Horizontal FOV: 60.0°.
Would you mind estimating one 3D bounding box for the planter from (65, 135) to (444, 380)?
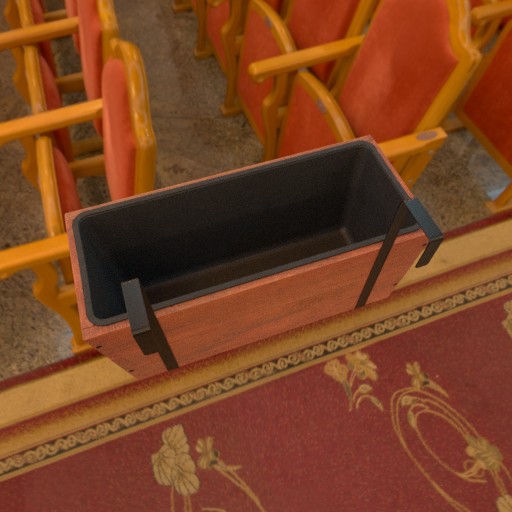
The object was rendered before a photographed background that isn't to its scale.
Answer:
[{"bbox_3d":[0.000,0.000,0.634,0.480,0.289,0.262,-17,59,-10],"label":"planter"}]
